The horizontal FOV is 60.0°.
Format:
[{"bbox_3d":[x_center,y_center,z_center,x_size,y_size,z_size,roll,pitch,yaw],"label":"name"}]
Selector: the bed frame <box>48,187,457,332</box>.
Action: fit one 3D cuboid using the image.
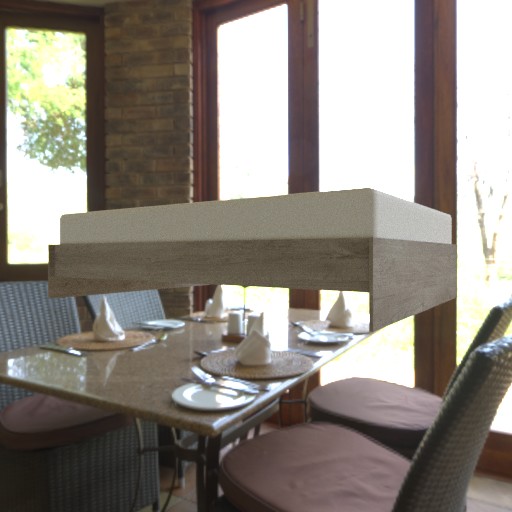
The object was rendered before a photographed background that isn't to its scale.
[{"bbox_3d":[0.000,0.000,2.624,1.945,0.497,1.445,0,0,35],"label":"bed frame"}]
